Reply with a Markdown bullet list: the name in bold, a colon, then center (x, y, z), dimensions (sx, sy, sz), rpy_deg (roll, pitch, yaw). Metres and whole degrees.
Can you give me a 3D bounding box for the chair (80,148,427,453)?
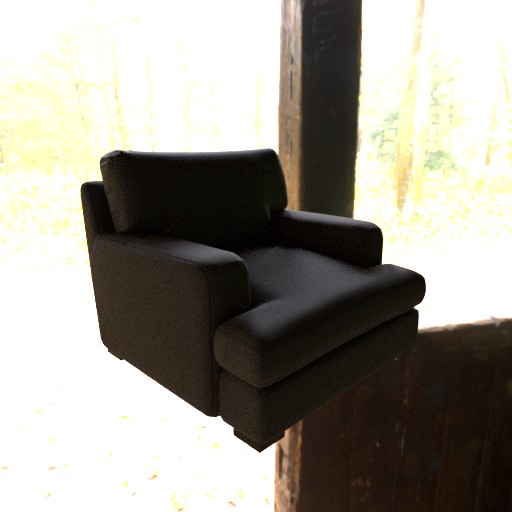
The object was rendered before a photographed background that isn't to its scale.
- **chair**: center (0.000, 0.000, 2.011), dimensions (1.168, 0.940, 1.143), rpy_deg (-14, 20, -43)
